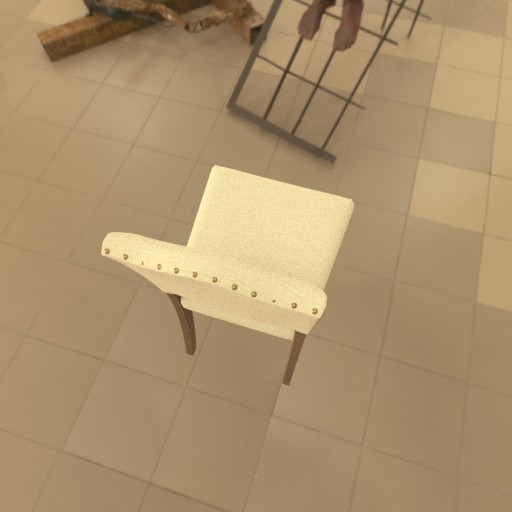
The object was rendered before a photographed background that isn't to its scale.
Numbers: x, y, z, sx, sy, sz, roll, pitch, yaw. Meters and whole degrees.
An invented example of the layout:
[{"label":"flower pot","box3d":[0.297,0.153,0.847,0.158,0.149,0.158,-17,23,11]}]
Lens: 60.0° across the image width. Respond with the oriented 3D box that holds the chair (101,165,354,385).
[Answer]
[{"label":"chair","box3d":[0.000,0.000,1.356,0.508,1.015,0.619,16,65,8]}]
